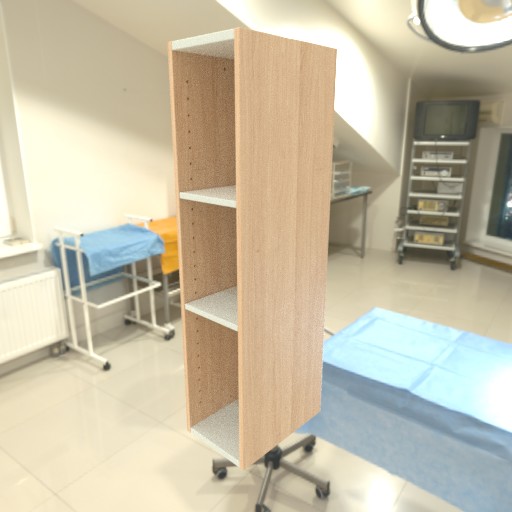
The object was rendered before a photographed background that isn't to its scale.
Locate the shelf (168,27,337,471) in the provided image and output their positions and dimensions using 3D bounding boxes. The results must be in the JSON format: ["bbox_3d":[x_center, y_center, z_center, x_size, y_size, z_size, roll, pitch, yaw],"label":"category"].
[{"bbox_3d":[0.000,0.000,1.014,0.197,0.882,0.290,15,22,41],"label":"shelf"}]
